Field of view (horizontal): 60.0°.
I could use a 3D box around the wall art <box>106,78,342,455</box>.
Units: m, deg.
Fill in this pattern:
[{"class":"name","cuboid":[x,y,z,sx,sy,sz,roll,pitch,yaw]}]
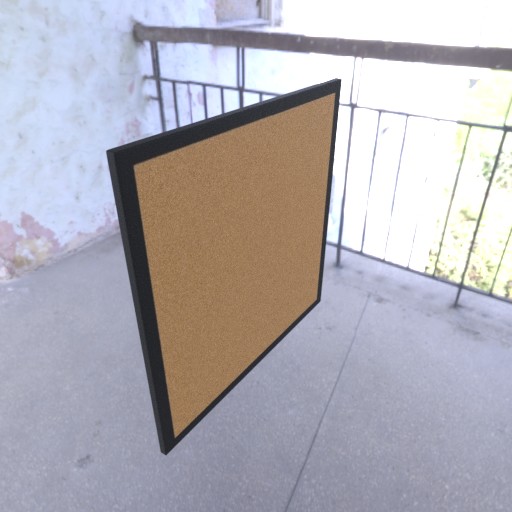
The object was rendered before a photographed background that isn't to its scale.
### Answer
[{"class":"wall art","cuboid":[0.000,0.000,0.993,0.016,0.659,0.663,21,37,30]}]
